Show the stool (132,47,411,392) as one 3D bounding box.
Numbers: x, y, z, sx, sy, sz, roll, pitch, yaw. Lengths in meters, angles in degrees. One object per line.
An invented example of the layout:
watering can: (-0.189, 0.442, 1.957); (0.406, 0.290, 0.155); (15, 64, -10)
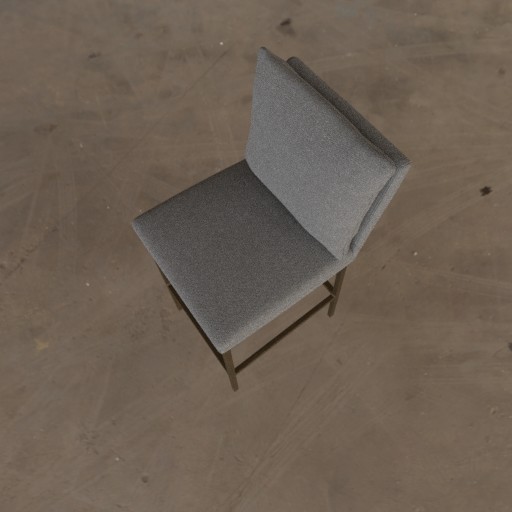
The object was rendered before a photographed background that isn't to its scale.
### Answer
stool: (0.000, 0.000, 1.431); (0.569, 1.132, 0.463); (-33, 69, -15)
